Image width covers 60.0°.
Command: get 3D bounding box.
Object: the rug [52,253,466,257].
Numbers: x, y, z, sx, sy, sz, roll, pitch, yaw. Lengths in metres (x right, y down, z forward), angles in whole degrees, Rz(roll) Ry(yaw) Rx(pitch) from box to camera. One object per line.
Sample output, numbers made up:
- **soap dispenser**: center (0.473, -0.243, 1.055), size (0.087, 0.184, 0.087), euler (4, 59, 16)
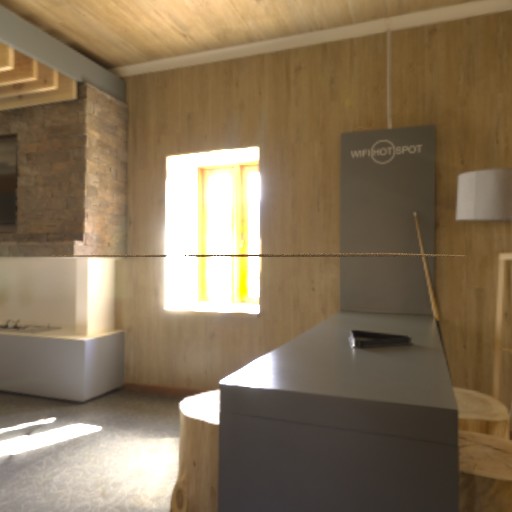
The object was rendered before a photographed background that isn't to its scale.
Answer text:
- **rug**: center (0.000, 0.000, 2.342), size (1.828, 0.005, 1.219), euler (0, 0, 35)
